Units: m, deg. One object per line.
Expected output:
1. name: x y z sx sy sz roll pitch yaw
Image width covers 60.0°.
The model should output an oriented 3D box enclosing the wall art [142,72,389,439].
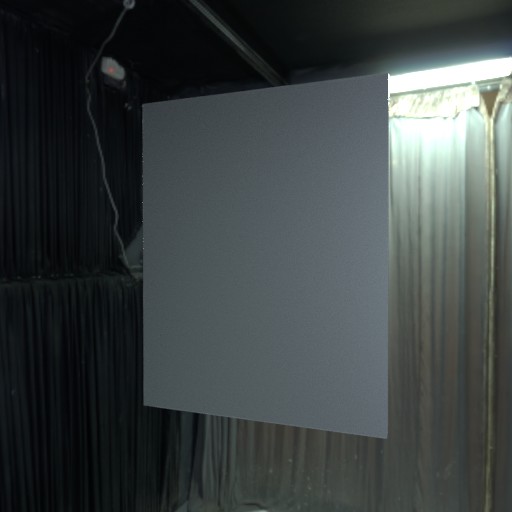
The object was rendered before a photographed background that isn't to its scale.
1. wall art: 0.000 0.000 0.775 0.444 0.569 0.025 0 1 20
